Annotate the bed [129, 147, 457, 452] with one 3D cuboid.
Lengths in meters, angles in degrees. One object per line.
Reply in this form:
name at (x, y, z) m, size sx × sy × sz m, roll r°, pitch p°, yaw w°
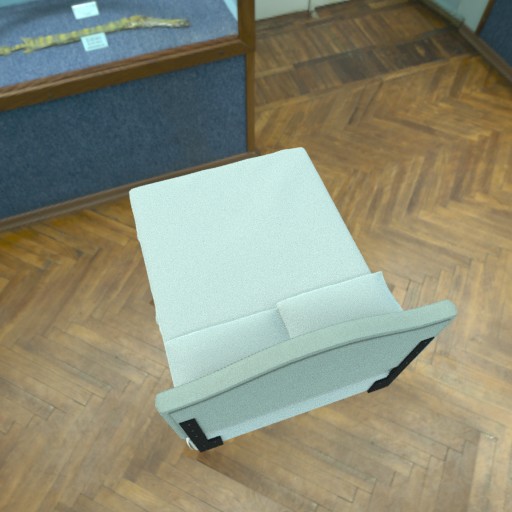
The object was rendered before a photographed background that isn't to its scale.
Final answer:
bed at (0.000, 0.000, 3.401) m, size 1.813 × 1.607 × 2.180 m, roll -16°, pitch 60°, yaw -9°
